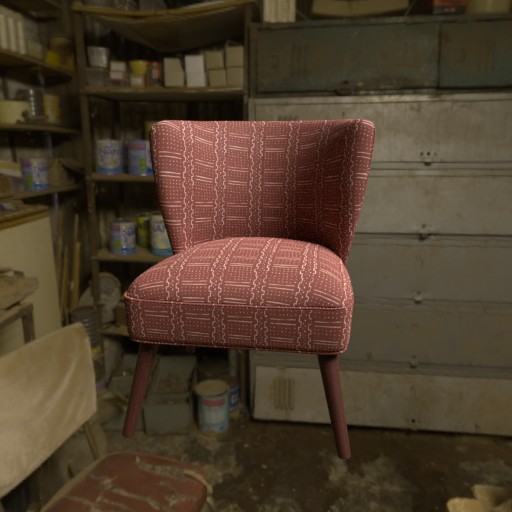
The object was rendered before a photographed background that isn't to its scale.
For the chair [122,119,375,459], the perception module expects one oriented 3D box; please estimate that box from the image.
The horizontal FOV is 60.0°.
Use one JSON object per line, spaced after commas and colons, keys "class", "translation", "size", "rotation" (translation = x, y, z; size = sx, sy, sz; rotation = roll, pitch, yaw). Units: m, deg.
{"class": "chair", "translation": [0.000, 0.000, 1.415], "size": [0.706, 0.866, 0.758], "rotation": [2, 13, 8]}
